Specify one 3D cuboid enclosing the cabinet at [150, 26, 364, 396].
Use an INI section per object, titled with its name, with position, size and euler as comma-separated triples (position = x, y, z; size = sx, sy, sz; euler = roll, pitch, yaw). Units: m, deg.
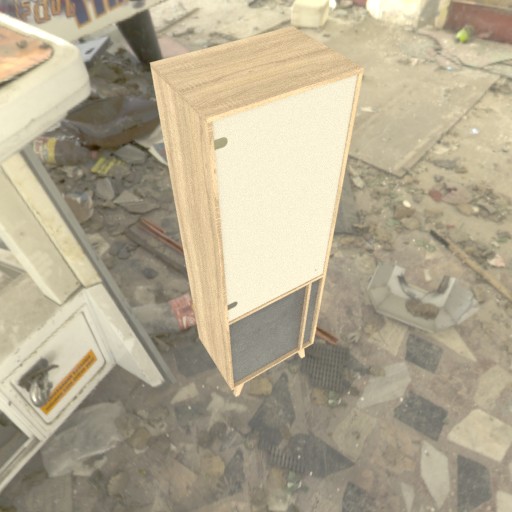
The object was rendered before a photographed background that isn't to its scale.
[cabinet]
position = 0.000, 0.000, 2.126
size = 0.570, 1.850, 0.400
euler = -25, 53, -21
